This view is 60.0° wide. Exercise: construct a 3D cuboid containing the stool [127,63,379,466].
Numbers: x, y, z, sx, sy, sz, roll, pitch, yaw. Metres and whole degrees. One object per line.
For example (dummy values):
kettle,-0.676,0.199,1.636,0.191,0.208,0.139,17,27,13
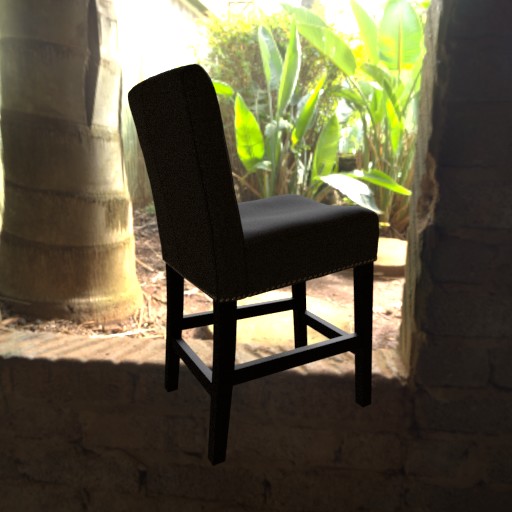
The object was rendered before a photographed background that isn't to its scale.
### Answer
stool,0.000,0.000,1.203,0.571,0.885,0.427,-8,17,-27
